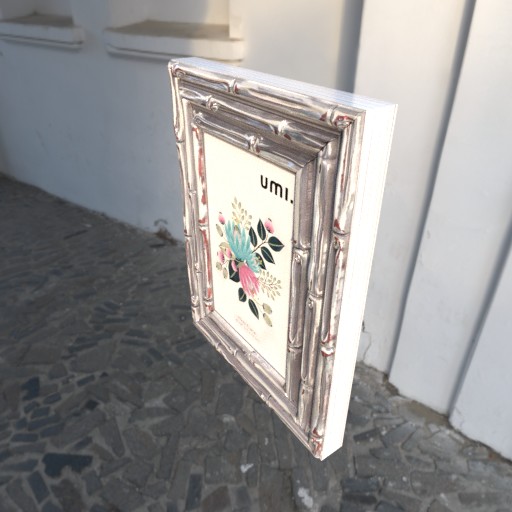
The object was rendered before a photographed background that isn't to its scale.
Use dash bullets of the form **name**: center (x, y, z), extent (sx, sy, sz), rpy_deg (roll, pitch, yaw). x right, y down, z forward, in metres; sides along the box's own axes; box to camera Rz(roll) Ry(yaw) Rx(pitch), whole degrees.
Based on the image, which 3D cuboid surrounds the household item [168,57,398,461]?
- **household item**: center (0.000, 0.000, 0.284), extent (0.025, 0.216, 0.165), rpy_deg (-20, 37, -30)
